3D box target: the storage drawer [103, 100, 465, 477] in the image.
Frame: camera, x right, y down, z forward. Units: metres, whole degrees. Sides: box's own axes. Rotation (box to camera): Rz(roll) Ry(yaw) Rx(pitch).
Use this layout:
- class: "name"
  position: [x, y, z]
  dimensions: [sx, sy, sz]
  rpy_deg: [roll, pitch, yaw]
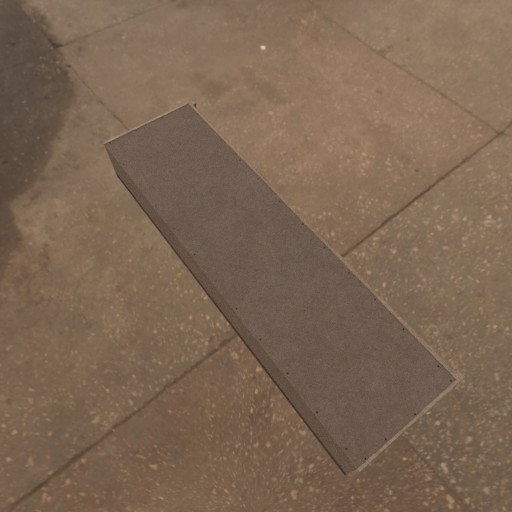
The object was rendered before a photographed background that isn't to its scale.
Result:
- class: "storage drawer"
  position: [0.000, 0.000, 2.264]
  dimensions: [0.591, 0.274, 2.072]
  rpy_deg: [-33, 65, -18]
